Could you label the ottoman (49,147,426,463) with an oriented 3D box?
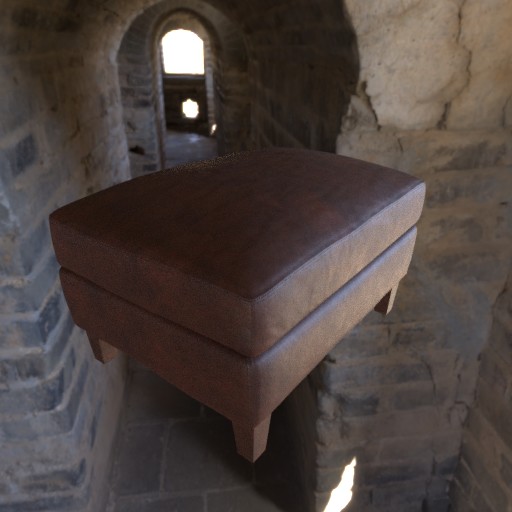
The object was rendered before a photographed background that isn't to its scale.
[{"bbox_3d":[0.000,0.000,1.257,0.659,0.527,0.887,18,31,33],"label":"ottoman"}]
